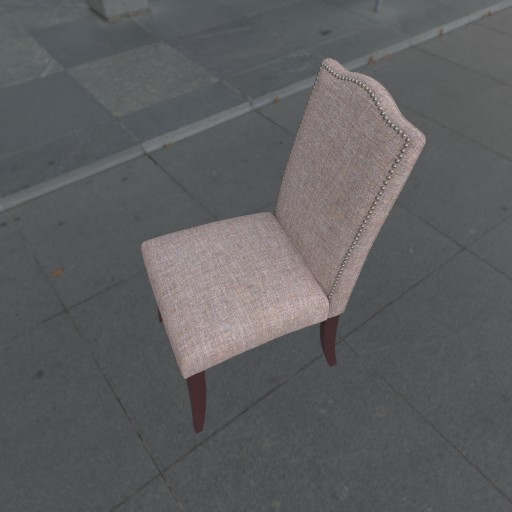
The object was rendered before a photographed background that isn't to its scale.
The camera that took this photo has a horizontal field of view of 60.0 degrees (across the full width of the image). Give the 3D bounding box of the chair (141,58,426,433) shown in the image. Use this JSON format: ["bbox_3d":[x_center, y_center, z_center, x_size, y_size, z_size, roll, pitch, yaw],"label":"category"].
[{"bbox_3d":[0.000,0.000,1.381,0.660,1.016,0.513,-17,50,-15],"label":"chair"}]
